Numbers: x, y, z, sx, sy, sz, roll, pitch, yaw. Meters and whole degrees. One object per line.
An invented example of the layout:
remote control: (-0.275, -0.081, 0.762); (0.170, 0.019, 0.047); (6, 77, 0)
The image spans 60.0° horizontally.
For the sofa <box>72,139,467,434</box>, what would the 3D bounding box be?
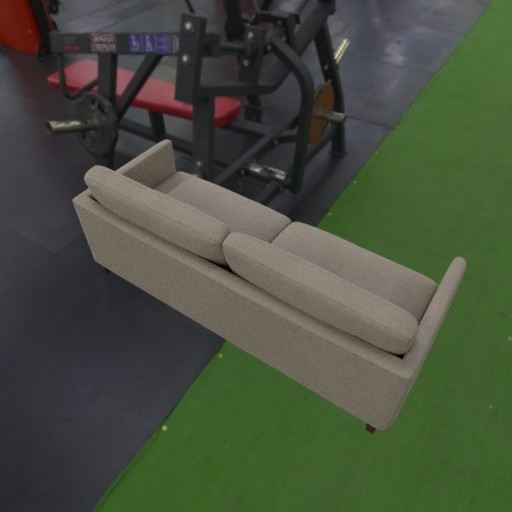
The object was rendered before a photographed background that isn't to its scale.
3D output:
sofa: (0.000, 0.000, 2.962); (2.404, 0.912, 0.988); (26, 51, 23)
